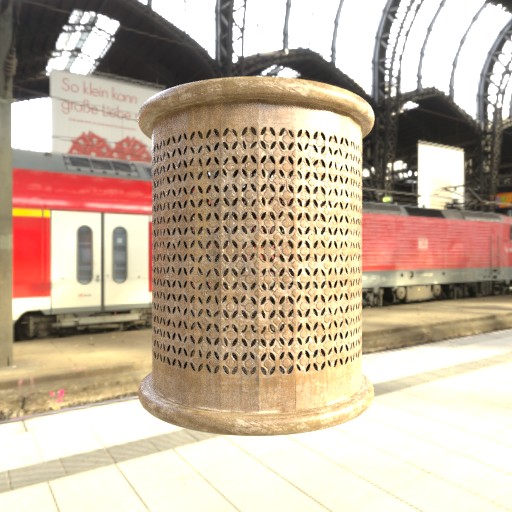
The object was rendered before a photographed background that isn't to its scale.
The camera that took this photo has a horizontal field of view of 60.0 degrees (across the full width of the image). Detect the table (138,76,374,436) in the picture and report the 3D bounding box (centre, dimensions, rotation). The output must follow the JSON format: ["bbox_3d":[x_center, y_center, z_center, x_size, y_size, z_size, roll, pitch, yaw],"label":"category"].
[{"bbox_3d":[0.000,0.000,0.790,0.407,0.482,0.407,0,0,0],"label":"table"}]
